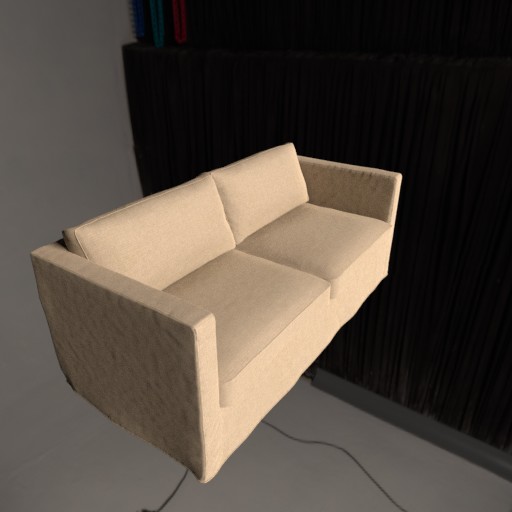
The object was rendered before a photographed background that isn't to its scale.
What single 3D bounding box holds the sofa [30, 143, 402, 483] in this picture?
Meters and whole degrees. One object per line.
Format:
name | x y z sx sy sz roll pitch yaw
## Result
sofa | 0.000 0.000 2.430 0.956 0.847 1.987 18 32 30
